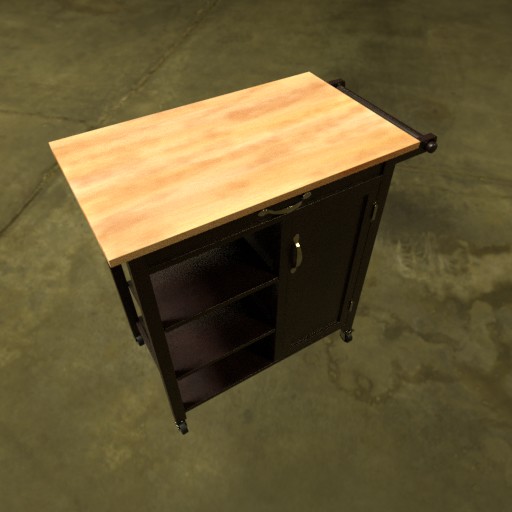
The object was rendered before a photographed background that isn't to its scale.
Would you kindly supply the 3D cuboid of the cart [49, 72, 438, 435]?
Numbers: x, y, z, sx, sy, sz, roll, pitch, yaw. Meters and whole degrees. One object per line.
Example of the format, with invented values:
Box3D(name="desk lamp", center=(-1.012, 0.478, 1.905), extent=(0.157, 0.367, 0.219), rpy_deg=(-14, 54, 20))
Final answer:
Box3D(name="cart", center=(0.000, 0.000, 1.432), extent=(0.914, 0.878, 0.472), rpy_deg=(-23, 50, -21))
